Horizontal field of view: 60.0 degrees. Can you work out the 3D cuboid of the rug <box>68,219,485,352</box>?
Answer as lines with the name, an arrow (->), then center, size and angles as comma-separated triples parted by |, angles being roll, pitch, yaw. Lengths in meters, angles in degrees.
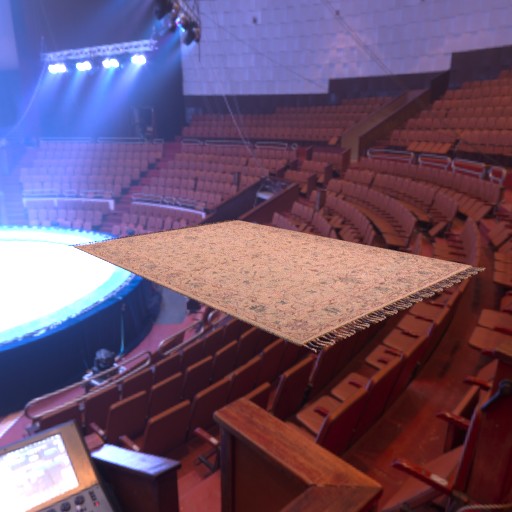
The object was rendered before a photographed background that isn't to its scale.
rug -> 0.000, 0.000, 2.278 | 1.247, 0.008, 1.802 | -13, 20, -41
